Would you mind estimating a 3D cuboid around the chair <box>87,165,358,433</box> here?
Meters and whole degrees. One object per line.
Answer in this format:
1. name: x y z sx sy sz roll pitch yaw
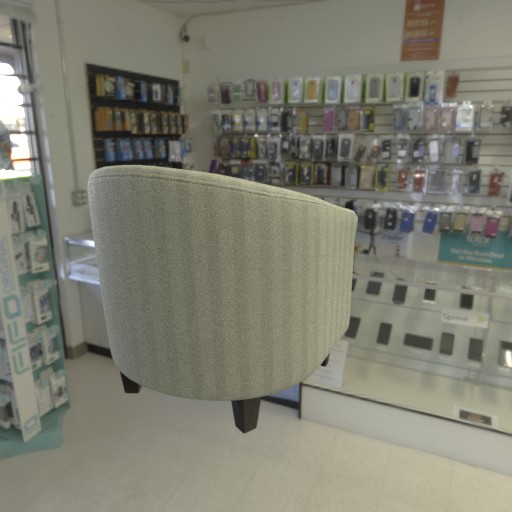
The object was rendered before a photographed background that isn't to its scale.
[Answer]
1. chair: 0.000 0.000 1.707 0.756 0.757 1.288 8 17 26
